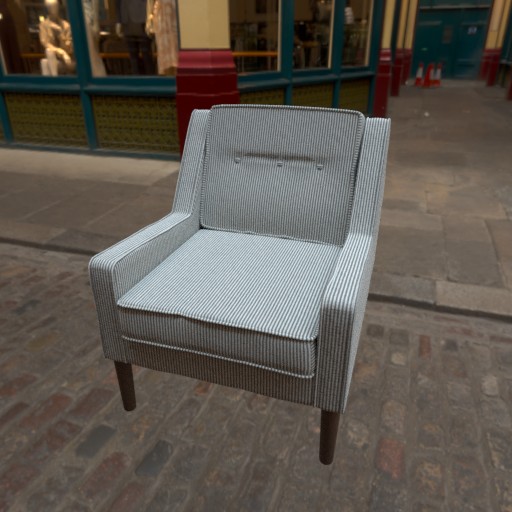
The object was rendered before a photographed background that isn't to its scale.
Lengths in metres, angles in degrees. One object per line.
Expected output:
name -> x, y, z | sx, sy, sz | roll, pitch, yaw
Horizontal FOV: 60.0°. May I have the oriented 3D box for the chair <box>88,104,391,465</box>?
chair -> 0.000, 0.000, 1.317 | 0.663, 0.792, 0.743 | 8, 27, 16
